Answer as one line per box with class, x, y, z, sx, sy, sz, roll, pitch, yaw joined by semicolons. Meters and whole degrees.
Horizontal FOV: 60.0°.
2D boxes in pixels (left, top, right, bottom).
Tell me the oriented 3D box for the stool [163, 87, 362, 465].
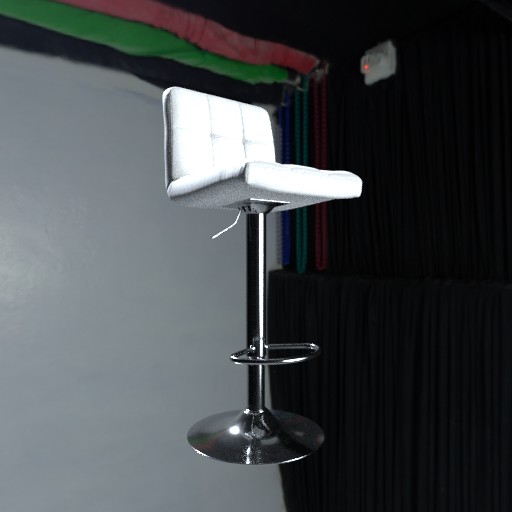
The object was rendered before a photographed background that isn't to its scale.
stool;0.000;0.000;1.382;0.430;1.115;0.505;0;0;-36
